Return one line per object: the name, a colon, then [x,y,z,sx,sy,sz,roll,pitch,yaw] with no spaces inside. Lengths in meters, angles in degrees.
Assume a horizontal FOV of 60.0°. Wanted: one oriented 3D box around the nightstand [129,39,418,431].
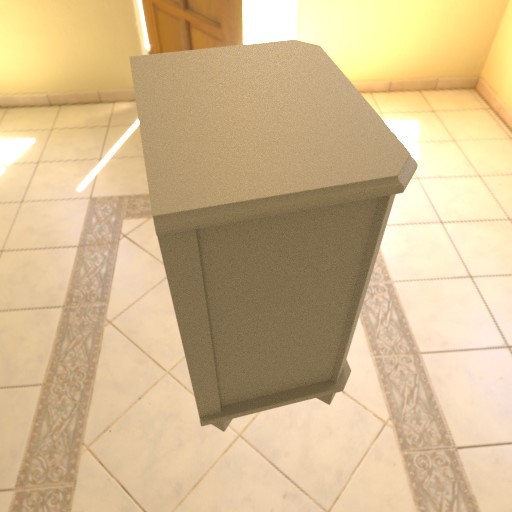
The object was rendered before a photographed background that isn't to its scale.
nightstand: [0.000,0.000,0.918,0.350,0.680,0.450,-11,49,-10]
